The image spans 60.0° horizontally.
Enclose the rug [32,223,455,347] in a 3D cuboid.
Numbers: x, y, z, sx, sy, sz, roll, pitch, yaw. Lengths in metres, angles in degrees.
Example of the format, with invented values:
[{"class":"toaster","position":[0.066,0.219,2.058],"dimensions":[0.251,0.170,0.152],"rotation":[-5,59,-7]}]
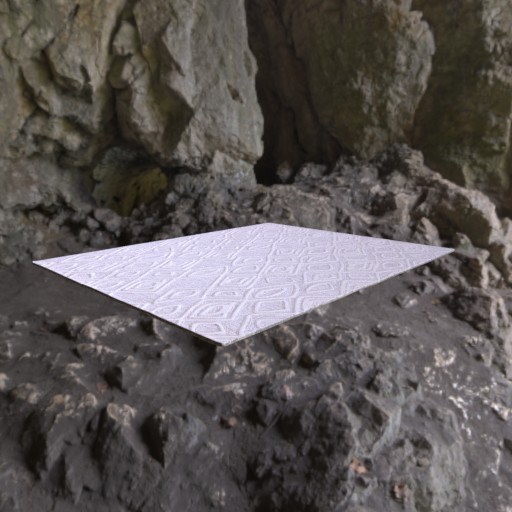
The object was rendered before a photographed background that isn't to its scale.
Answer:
[{"class":"rug","position":[0.000,0.000,4.047],"dimensions":[2.449,0.025,3.049],"rotation":[12,18,42]}]
